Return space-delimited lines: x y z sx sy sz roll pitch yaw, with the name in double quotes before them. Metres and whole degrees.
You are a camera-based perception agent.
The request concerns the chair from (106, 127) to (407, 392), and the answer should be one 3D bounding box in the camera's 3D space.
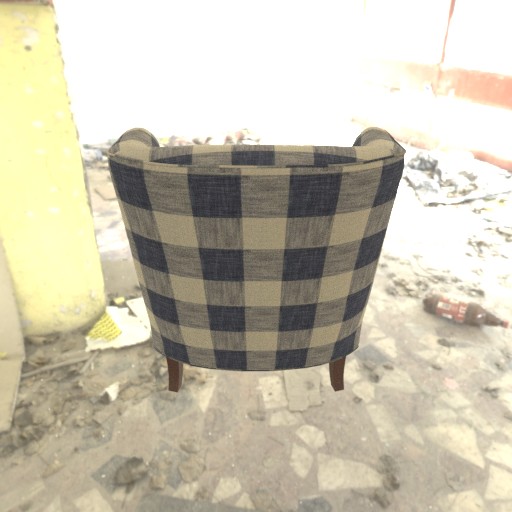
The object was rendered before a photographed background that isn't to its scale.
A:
"chair" 0.000 0.000 1.711 0.830 1.041 0.889 0 29 0
